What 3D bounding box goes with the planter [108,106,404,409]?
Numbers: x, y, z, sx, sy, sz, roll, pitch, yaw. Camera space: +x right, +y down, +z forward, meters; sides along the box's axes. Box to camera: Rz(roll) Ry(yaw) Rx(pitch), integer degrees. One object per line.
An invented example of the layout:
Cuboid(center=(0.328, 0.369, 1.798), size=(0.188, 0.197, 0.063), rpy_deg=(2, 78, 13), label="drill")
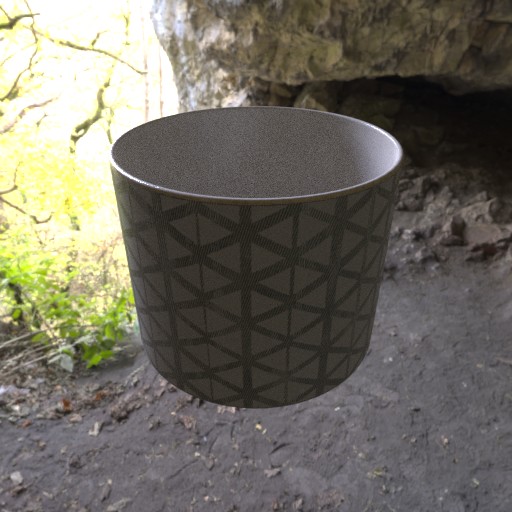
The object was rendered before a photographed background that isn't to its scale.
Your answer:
Cuboid(center=(0.000, 0.000, 0.343), size=(0.190, 0.181, 0.190), rpy_deg=(0, 32, 0), label="planter")
